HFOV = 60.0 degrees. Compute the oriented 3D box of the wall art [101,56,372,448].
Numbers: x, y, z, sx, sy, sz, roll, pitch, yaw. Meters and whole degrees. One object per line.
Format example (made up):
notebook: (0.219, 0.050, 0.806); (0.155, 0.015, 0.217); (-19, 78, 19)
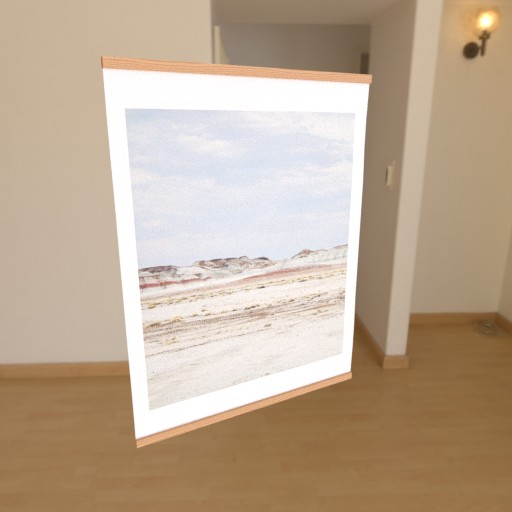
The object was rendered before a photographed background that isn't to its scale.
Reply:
wall art: (0.000, 0.000, 0.768); (0.458, 0.605, 0.011); (-8, 18, -27)
